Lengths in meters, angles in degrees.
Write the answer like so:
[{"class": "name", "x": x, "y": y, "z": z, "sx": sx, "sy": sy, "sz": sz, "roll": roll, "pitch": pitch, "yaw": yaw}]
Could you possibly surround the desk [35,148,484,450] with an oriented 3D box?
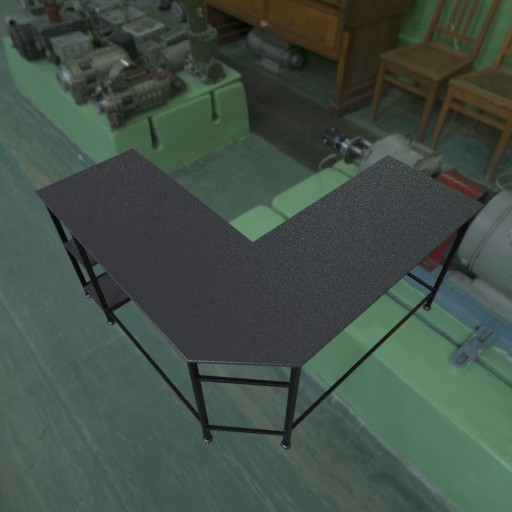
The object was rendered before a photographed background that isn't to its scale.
[{"class": "desk", "x": 0.000, "y": 0.000, "z": 2.191, "sx": 1.379, "sy": 0.739, "sz": 1.379, "roll": -34, "pitch": 56, "yaw": -27}]
